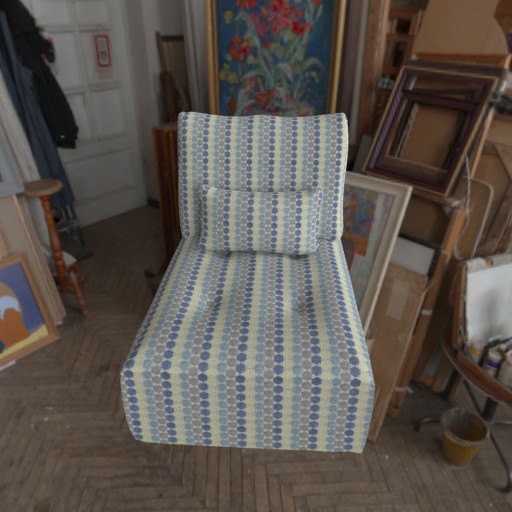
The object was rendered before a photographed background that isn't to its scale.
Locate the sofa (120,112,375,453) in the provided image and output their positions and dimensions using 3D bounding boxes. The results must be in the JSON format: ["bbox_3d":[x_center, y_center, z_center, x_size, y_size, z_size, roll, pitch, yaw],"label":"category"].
[{"bbox_3d":[0.000,0.000,1.572,0.700,0.820,1.000,2,29,3],"label":"sofa"}]
